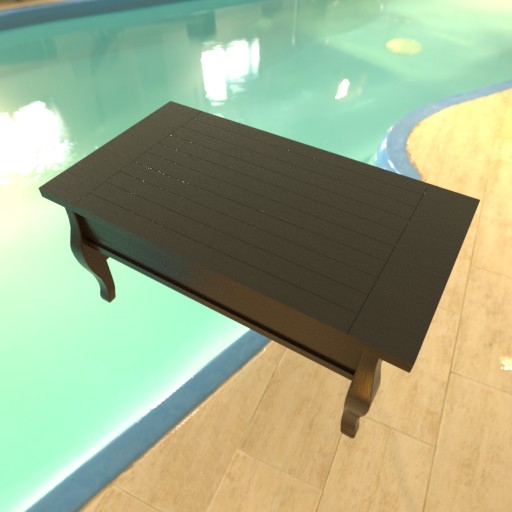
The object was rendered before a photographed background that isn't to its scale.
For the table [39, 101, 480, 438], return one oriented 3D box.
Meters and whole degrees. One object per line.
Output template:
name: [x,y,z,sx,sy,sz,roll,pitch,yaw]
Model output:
table: [0.000,0.000,1.393,1.062,0.494,0.600,24,51,21]
